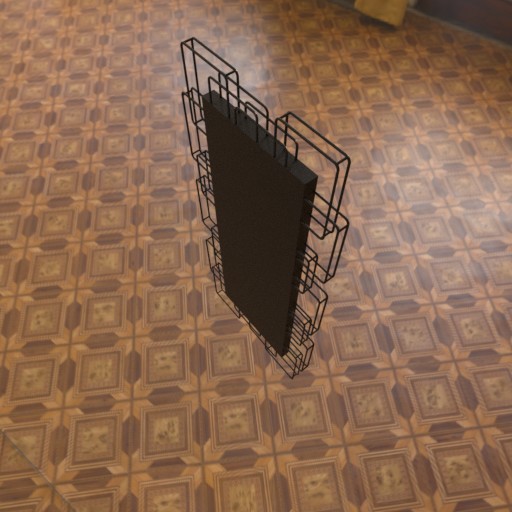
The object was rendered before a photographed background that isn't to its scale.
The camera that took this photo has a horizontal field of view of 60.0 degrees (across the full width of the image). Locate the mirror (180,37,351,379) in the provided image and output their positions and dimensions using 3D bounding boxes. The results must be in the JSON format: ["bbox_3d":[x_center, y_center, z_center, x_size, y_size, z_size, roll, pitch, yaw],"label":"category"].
[{"bbox_3d":[0.000,0.000,1.380,0.037,1.192,0.565,-34,63,-20],"label":"mirror"}]
